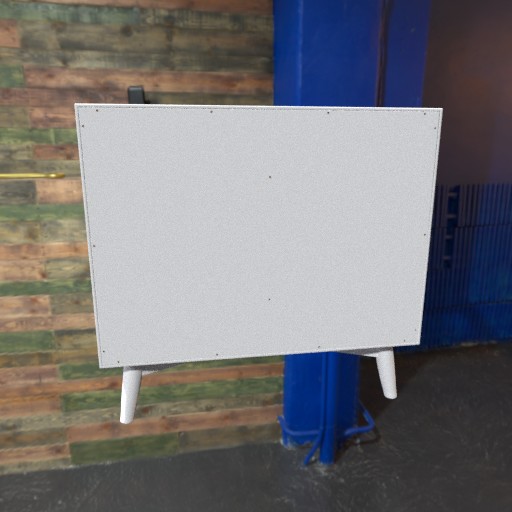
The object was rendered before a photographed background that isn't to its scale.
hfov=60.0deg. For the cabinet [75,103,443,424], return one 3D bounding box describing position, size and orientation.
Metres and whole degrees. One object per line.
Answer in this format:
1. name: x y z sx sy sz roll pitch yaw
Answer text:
1. cabinet: 0.000 0.000 1.232 0.800 0.761 0.398 -2 14 -9
